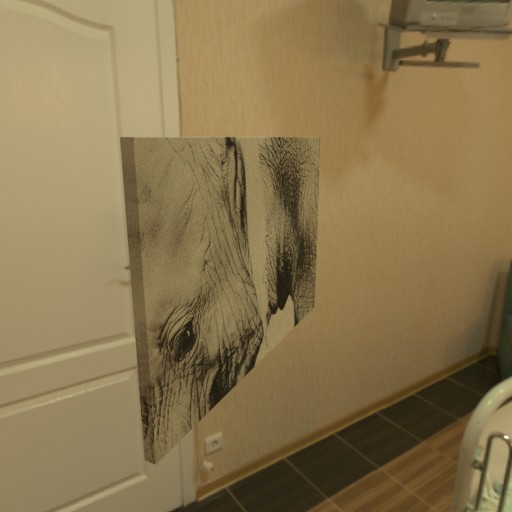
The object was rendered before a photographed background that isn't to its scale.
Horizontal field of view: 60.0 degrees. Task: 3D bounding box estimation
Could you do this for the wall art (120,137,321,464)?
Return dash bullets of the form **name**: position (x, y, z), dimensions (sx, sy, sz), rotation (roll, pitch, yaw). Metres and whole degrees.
- **wall art**: position (0.000, 0.000, 1.463), dimensions (0.035, 0.758, 1.141), rotation (7, 17, 26)
